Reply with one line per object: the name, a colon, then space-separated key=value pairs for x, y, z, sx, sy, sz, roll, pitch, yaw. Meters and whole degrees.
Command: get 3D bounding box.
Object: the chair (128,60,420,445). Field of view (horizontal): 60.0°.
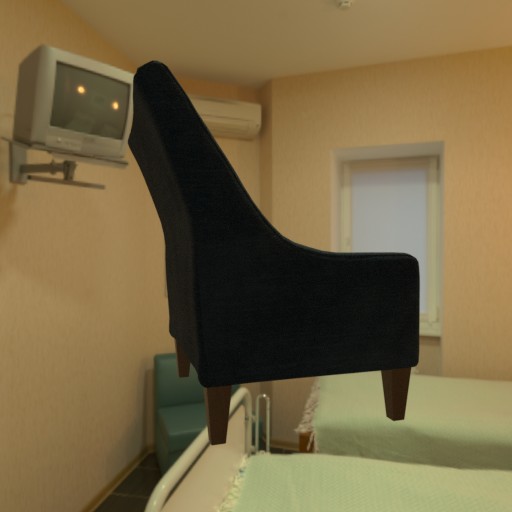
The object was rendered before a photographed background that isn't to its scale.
chair: x=0.000 y=0.000 z=1.595 sx=0.870 sy=1.014 sz=0.774 roll=0 pitch=1 yaw=-17
